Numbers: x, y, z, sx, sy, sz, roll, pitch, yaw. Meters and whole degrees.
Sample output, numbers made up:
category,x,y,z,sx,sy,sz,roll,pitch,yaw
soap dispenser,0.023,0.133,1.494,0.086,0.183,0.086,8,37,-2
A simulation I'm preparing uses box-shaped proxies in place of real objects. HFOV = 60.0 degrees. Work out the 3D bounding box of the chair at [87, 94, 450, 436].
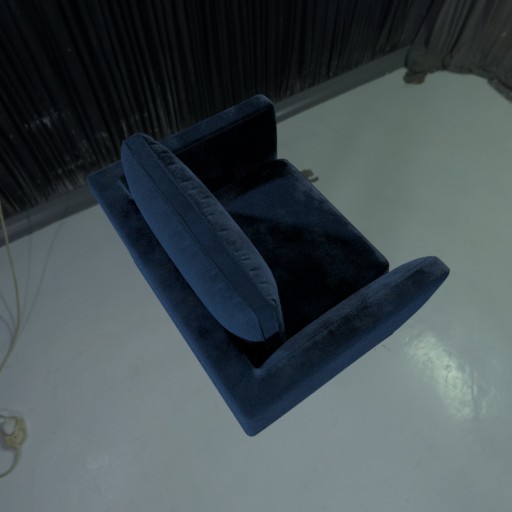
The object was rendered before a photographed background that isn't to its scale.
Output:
category,x,y,z,sx,sy,sz,roll,pitch,yaw
chair,0.000,0.000,1.588,0.746,0.893,0.977,-31,64,-17
